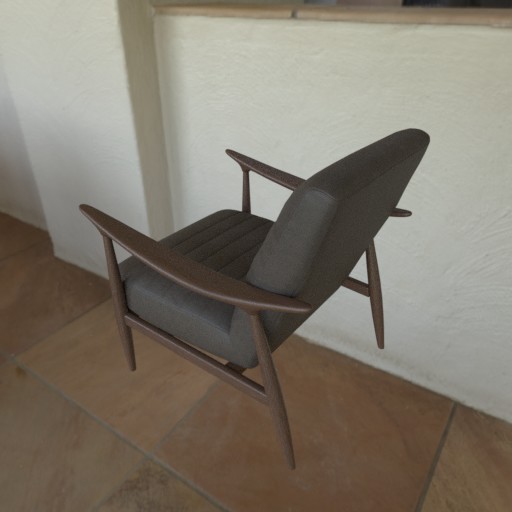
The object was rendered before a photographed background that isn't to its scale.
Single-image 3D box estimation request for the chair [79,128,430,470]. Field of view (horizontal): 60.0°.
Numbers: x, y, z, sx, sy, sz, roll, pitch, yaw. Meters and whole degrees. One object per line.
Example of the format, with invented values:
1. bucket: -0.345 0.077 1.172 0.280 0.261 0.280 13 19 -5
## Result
1. chair: 0.000 0.000 1.420 0.798 0.831 0.741 21 37 31
